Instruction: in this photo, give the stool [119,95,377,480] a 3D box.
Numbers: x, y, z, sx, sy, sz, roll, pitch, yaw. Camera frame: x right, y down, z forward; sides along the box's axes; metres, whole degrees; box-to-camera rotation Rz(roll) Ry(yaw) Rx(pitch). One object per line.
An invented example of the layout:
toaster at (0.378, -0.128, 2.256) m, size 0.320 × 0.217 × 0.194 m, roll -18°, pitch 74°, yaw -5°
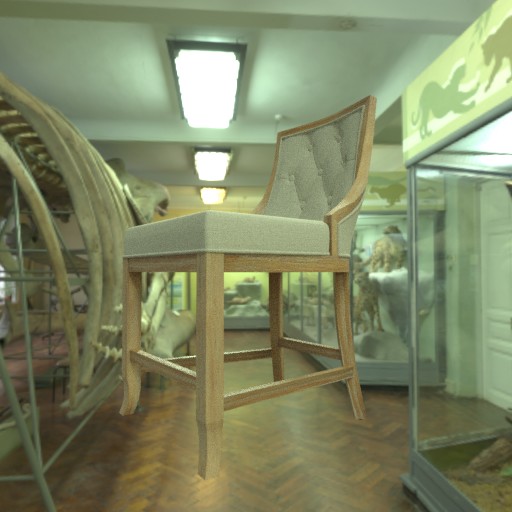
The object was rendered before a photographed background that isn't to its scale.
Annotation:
stool at (0.000, 0.000, 1.302) m, size 0.626 × 0.938 × 0.524 m, roll 1°, pitch -2°, yaw -36°
